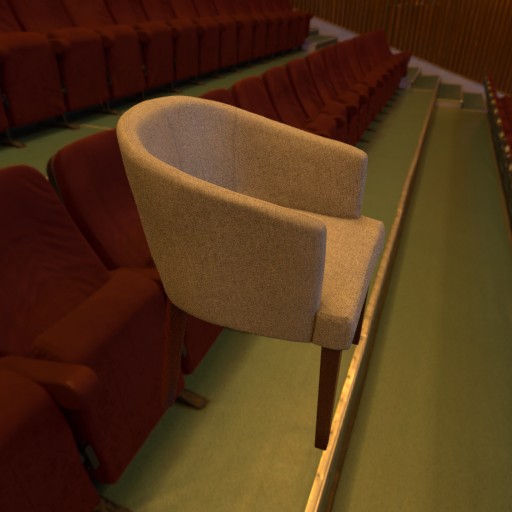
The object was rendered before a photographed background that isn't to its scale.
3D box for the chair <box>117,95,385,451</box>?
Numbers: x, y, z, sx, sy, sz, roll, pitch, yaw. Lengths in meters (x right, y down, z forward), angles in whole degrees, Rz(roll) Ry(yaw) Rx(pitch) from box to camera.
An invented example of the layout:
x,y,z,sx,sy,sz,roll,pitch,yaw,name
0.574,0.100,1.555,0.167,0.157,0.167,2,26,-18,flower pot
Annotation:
x,y,z,sx,sy,sz,roll,pitch,yaw,name
0.000,0.000,1.262,0.655,0.811,0.583,11,32,18,chair
